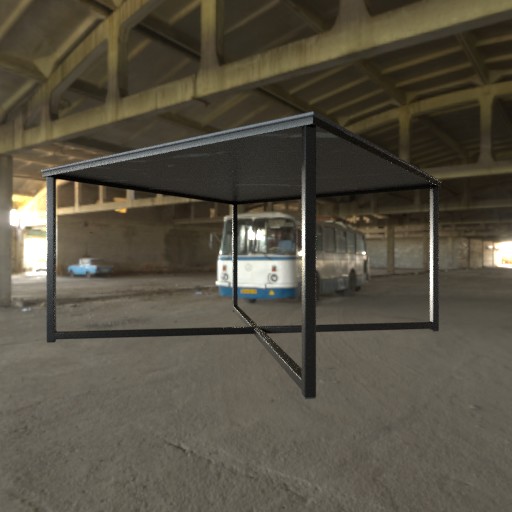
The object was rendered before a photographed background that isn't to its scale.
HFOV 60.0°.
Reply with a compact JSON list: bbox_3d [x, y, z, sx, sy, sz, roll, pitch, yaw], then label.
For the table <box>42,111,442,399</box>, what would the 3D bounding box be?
[{"bbox_3d":[0.000,0.000,1.243,0.800,0.450,0.800,0,0,36],"label":"table"}]
